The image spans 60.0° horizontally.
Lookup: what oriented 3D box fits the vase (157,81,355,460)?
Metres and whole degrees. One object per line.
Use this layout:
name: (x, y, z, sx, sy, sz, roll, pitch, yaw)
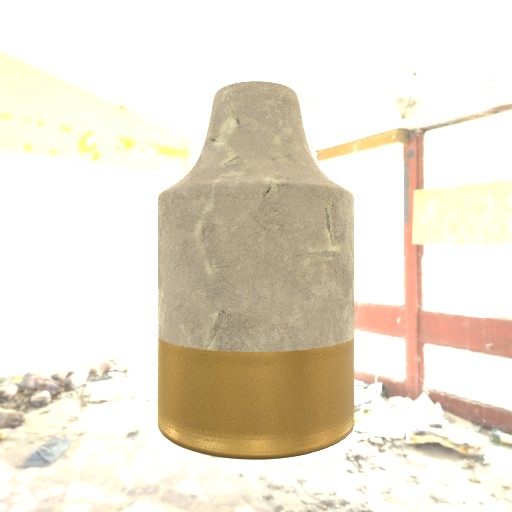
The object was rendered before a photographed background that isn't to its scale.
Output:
vase: (0.000, 0.000, 0.423, 0.184, 0.305, 0.184, 0, 0, 0)
